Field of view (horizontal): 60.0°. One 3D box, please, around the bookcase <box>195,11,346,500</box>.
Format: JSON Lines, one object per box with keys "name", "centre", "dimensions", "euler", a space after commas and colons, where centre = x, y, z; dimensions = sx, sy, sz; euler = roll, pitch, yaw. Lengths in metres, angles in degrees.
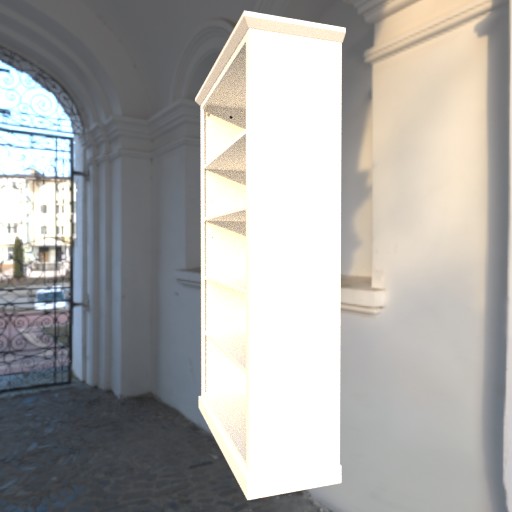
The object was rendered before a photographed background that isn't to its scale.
{"name": "bookcase", "centre": [0.000, 0.000, 2.260], "dimensions": [0.432, 1.880, 1.050], "euler": [0, 1, -18]}
